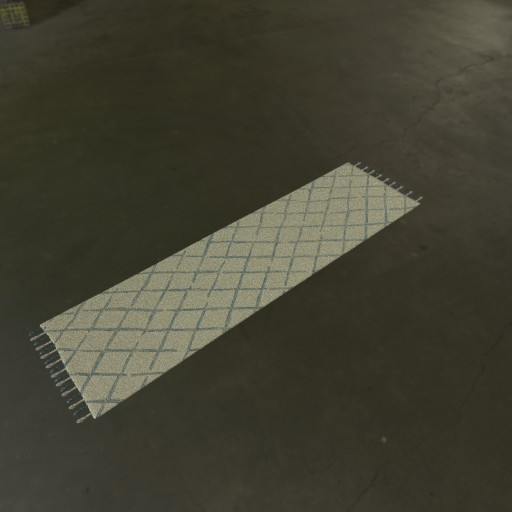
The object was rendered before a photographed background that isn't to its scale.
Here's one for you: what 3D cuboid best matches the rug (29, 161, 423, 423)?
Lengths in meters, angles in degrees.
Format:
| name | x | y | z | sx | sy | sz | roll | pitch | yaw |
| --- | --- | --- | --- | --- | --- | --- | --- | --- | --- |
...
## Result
| name | x | y | z | sx | sy | sz | roll | pitch | yaw |
| --- | --- | --- | --- | --- | --- | --- | --- | --- | --- |
| rug | 0.000 | 0.000 | 2.508 | 2.372 | 0.008 | 0.620 | -30 | 52 | -27 |
